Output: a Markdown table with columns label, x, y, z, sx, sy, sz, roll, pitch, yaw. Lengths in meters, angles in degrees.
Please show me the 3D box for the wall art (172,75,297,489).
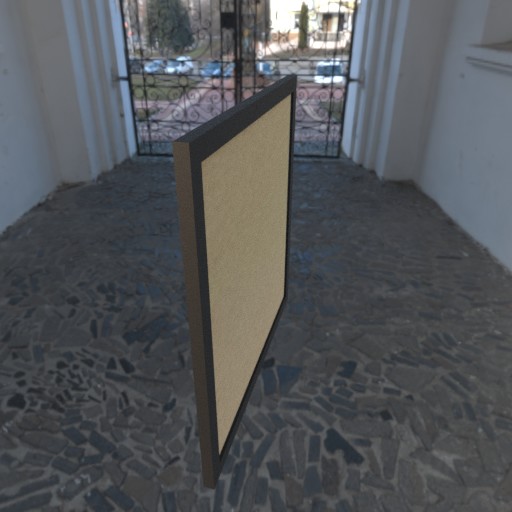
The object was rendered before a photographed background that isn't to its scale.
| label | x | y | z | sx | sy | sz | roll | pitch | yaw |
| --- | --- | --- | --- | --- | --- | --- | --- | --- | --- |
| wall art | 0.000 | 0.000 | 0.521 | 0.012 | 0.357 | 0.358 | 8 | 30 | 14 |
